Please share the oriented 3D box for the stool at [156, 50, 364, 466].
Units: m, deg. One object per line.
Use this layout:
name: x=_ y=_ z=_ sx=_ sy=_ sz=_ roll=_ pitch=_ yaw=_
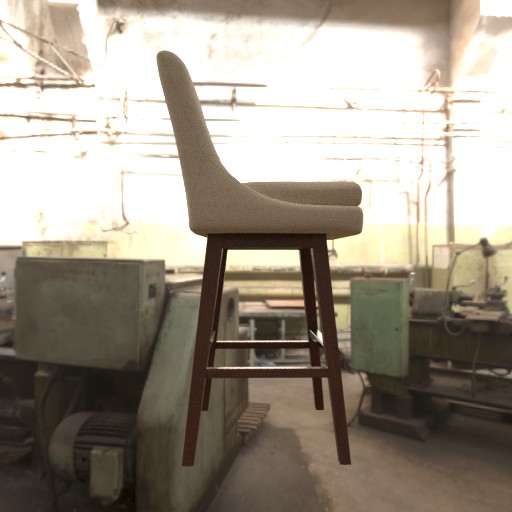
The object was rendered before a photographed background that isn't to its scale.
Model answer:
stool: x=0.000 y=0.000 z=1.370 sx=0.559 sy=1.093 sz=0.483 roll=0 pitch=0 yaw=-1
